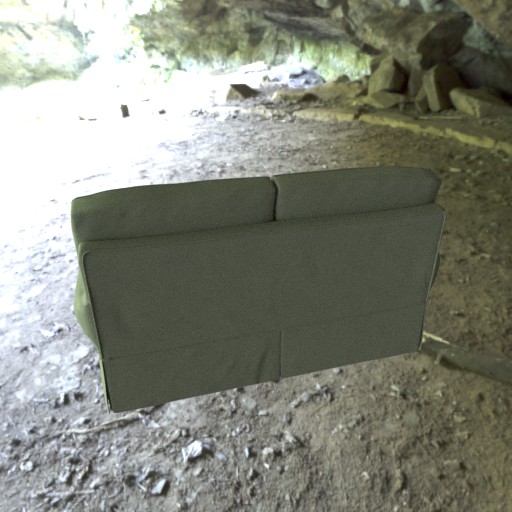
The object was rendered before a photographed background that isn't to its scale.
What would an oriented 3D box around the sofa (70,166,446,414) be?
[{"bbox_3d":[0.000,0.000,2.383,1.823,1.024,0.841,-7,27,-15],"label":"sofa"}]
